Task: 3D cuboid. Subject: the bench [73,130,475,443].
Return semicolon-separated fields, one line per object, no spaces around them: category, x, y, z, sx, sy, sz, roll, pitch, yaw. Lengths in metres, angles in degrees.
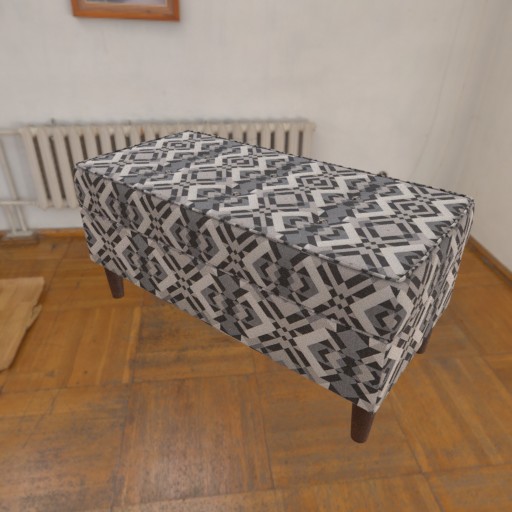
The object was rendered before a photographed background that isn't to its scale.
bench;0.000;0.000;1.292;1.016;0.477;0.492;22;37;32
